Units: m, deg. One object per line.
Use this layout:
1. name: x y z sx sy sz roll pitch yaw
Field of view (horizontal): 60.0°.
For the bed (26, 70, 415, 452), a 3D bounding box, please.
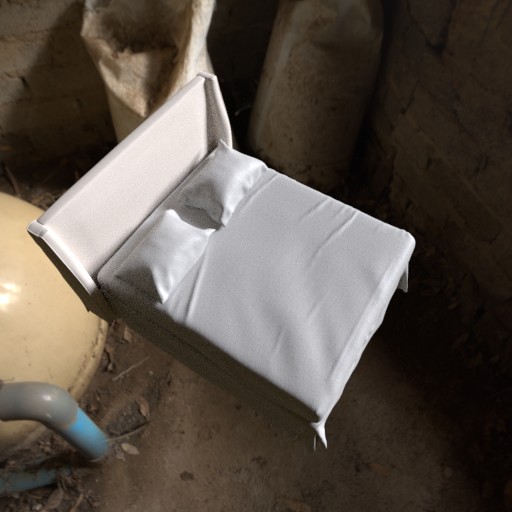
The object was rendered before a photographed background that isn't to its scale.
1. bed: 0.000 0.000 3.444 2.276 1.332 1.925 28 62 16
